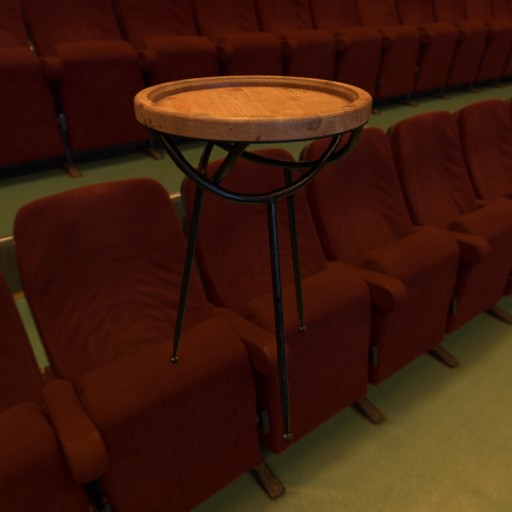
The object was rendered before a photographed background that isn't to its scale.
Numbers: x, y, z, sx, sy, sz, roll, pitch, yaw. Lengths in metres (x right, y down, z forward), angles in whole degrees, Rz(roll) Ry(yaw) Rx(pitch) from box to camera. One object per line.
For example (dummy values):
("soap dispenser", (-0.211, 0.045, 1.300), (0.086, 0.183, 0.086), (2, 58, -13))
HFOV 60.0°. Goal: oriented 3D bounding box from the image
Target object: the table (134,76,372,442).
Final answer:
("table", (0.000, 0.000, 0.944), (0.418, 0.664, 0.414), (-20, 36, -31))
